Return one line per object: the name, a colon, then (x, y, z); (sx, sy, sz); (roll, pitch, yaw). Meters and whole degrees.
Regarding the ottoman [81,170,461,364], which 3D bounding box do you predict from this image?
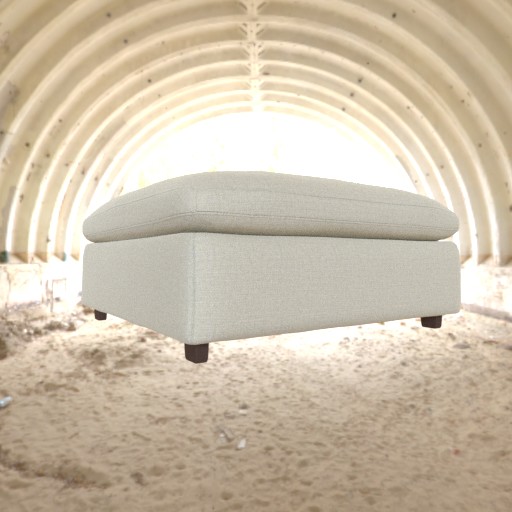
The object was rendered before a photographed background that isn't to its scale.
ottoman: (0.000, 0.000, 1.535); (0.977, 0.467, 0.996); (0, 0, -34)
